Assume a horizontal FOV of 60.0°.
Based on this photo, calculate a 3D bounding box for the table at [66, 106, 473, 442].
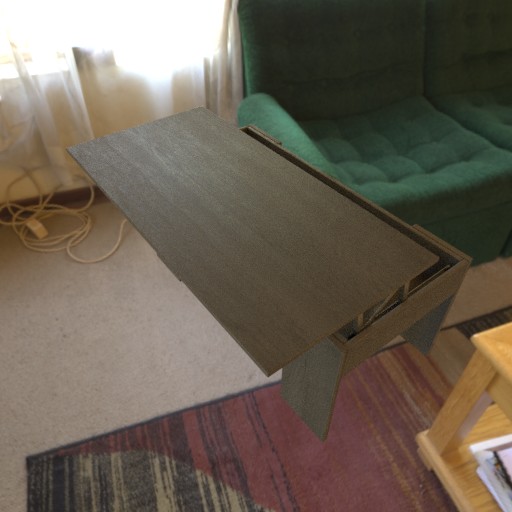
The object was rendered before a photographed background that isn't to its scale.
[{"bbox_3d":[0.000,0.000,1.424,0.711,0.570,1.000,-27,49,-26],"label":"table"}]
